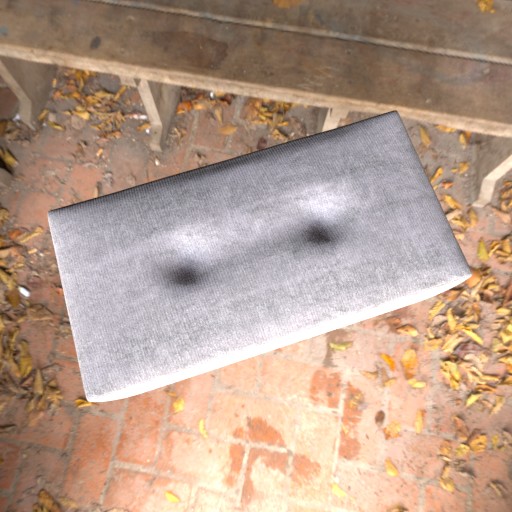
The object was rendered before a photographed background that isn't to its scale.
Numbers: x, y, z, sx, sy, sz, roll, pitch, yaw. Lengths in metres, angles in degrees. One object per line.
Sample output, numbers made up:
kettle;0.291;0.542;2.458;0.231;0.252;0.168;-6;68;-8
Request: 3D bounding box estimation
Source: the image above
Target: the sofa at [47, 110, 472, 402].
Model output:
sofa;0.000;0.000;1.161;0.930;0.330;0.480;-17;76;-5
